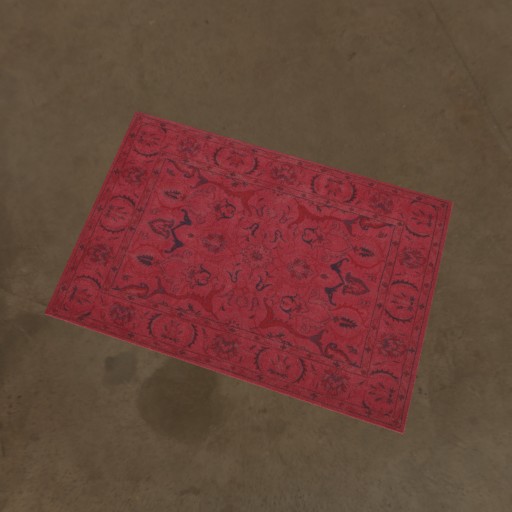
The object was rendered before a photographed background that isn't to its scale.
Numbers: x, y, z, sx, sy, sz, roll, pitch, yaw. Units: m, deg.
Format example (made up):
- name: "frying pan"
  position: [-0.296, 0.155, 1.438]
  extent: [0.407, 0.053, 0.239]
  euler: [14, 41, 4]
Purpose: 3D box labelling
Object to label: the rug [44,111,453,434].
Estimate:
- name: "rug"
  position: [0.000, 0.000, 2.274]
  extent: [1.814, 0.008, 1.209]
  euler: [17, 75, 5]
